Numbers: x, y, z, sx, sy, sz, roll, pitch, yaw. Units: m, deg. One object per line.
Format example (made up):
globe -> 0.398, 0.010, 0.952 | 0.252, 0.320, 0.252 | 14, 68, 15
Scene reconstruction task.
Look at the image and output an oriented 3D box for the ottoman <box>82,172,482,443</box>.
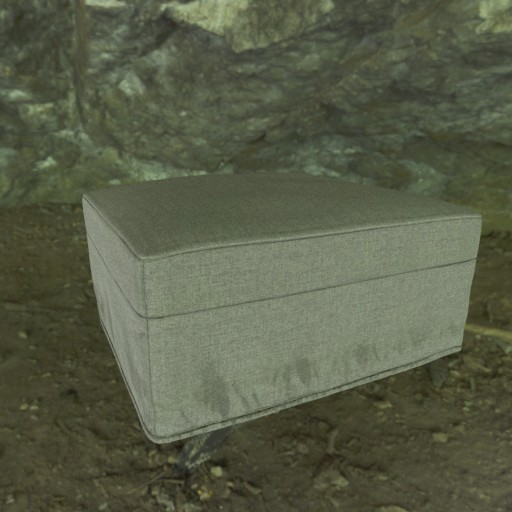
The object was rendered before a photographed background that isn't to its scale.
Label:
ottoman -> 0.000, 0.000, 1.277 | 0.843, 0.436, 0.840 | -8, 18, -25
